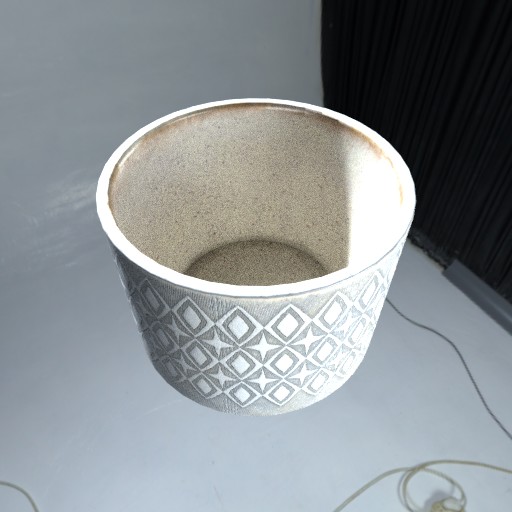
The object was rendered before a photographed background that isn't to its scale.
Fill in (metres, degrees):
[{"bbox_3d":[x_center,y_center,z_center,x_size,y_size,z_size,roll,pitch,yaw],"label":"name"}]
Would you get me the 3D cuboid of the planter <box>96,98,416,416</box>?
[{"bbox_3d":[0.000,0.000,0.317,0.186,0.144,0.186,0,47,0],"label":"planter"}]
